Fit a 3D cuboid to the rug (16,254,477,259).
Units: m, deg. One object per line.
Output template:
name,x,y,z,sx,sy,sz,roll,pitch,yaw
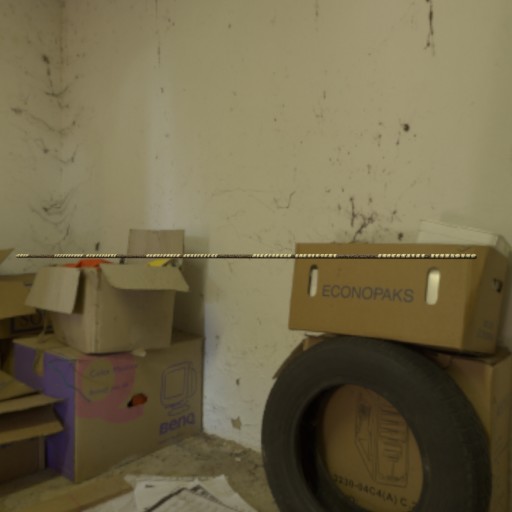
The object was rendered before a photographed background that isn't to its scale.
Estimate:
rug,0.000,0.000,2.238,1.833,0.016,1.210,0,0,17
